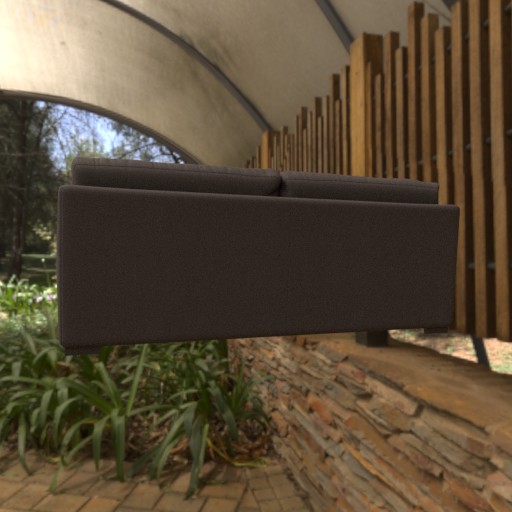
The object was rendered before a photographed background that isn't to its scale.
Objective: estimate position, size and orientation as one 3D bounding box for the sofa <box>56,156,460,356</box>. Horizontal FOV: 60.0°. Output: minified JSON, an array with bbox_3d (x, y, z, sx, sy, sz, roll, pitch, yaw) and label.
[{"bbox_3d":[0.000,0.000,2.810,2.271,0.950,1.140,0,-1,-19],"label":"sofa"}]
